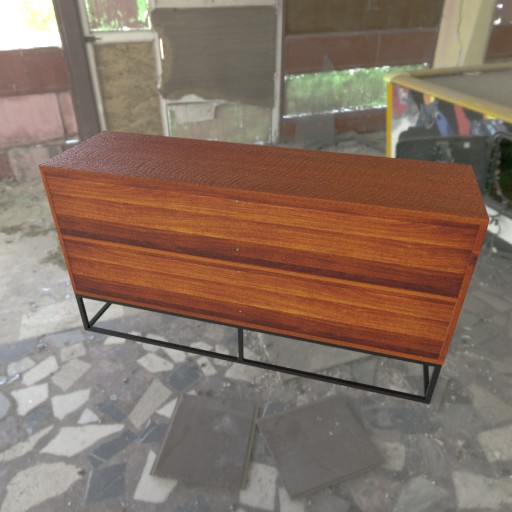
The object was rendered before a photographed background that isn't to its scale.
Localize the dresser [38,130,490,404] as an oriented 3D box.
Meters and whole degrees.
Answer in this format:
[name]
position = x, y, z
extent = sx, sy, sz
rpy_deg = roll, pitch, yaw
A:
[dresser]
position = 0.000, 0.000, 1.861
extent = 1.536, 0.810, 0.464
rpy_deg = 9, 34, 13
